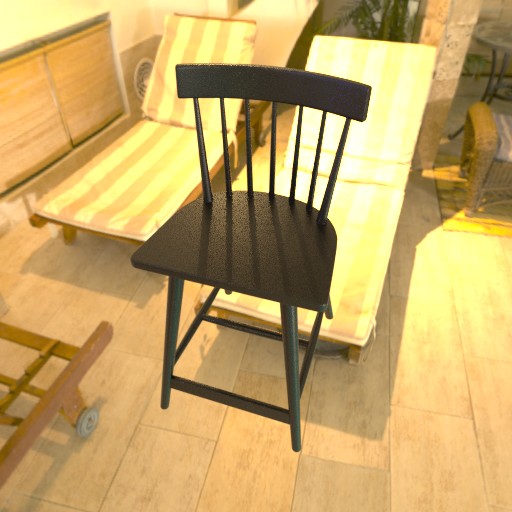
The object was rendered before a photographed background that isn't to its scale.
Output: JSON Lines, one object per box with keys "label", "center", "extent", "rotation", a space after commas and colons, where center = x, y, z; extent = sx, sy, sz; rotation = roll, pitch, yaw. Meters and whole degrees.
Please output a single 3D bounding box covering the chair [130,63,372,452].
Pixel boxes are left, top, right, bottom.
{"label": "chair", "center": [0.000, 0.000, 1.261], "extent": [0.483, 0.952, 0.572], "rotation": [12, 42, 14]}
